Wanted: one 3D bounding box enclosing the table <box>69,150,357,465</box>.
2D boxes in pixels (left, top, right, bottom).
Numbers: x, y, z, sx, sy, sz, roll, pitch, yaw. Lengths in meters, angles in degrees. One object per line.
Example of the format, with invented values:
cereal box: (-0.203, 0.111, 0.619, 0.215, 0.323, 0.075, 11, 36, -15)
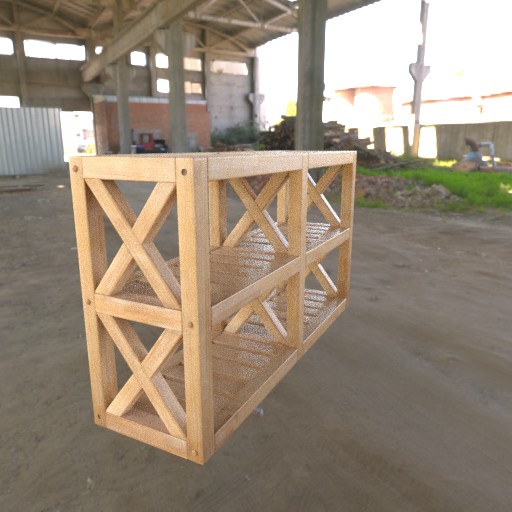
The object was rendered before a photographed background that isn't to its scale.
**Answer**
table: (0.000, 0.000, 1.677, 0.381, 0.762, 1.320, 7, 16, 27)
